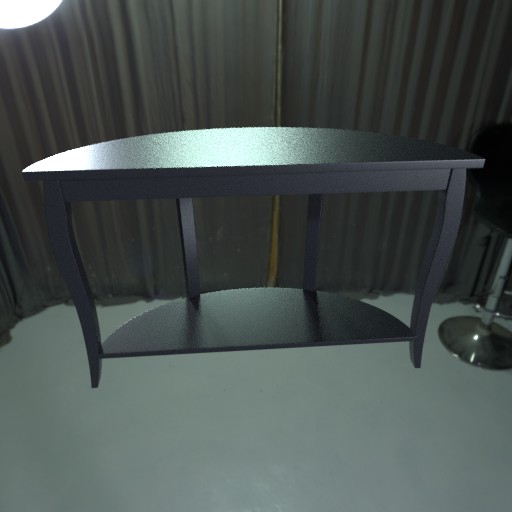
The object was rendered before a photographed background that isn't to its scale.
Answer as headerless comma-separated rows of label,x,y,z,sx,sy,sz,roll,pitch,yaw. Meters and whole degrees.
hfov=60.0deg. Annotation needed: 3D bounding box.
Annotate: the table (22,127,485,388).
table,0.000,0.000,1.528,1.219,0.780,0.394,-2,30,-4
